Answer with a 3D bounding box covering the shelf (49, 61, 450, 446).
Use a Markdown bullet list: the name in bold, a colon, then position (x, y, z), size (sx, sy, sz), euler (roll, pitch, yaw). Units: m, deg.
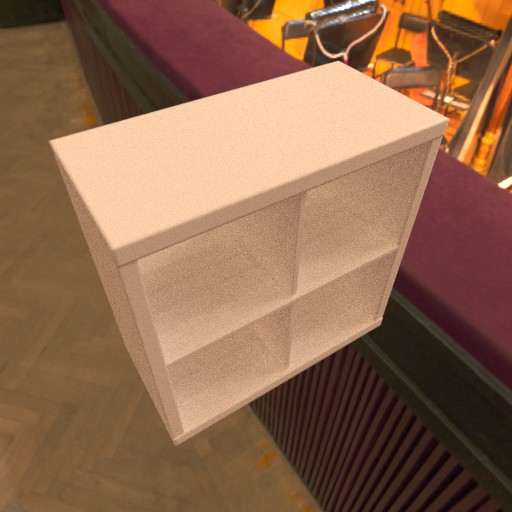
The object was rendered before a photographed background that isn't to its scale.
- **shelf**: position (0.000, 0.000, 1.249), size (0.790, 0.786, 0.390), euler (-24, 50, -22)
